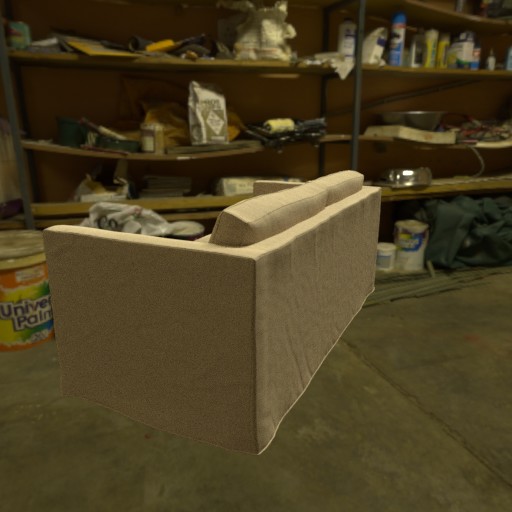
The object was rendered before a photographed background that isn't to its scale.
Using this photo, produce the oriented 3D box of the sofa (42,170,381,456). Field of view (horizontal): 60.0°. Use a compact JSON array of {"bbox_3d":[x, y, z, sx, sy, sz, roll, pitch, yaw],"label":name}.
[{"bbox_3d":[0.000,0.000,2.409,0.962,0.835,1.959,8,17,25],"label":"sofa"}]
